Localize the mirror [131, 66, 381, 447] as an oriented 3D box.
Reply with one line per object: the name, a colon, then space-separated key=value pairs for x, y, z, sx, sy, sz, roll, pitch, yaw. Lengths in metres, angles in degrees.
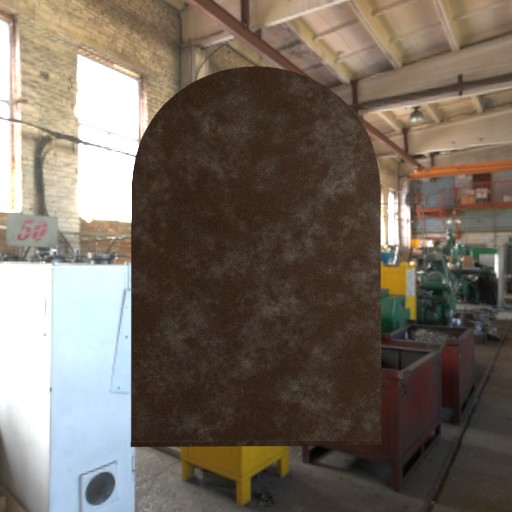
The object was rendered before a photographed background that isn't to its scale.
mirror: x=0.000 y=0.000 z=0.966 sx=0.510 sy=0.770 sz=0.137 roll=0 pitch=0 yaw=-1
